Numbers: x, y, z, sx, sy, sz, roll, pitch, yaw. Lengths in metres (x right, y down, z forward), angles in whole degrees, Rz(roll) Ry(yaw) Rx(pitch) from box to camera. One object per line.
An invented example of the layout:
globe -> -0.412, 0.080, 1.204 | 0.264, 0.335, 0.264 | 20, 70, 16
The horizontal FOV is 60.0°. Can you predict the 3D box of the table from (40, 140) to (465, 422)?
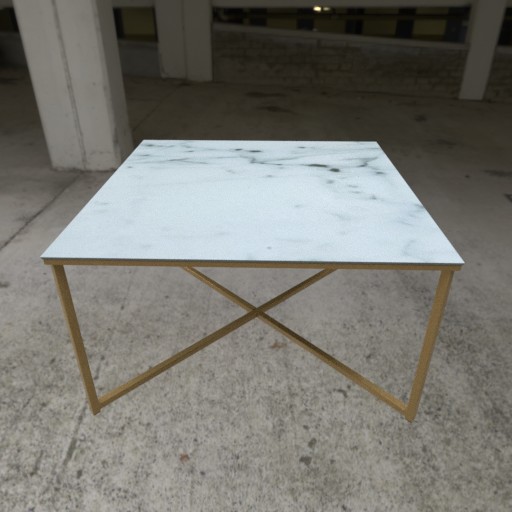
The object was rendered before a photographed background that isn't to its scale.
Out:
table -> 0.000, 0.000, 1.292 | 0.800, 0.450, 0.800 | 1, 30, 1
